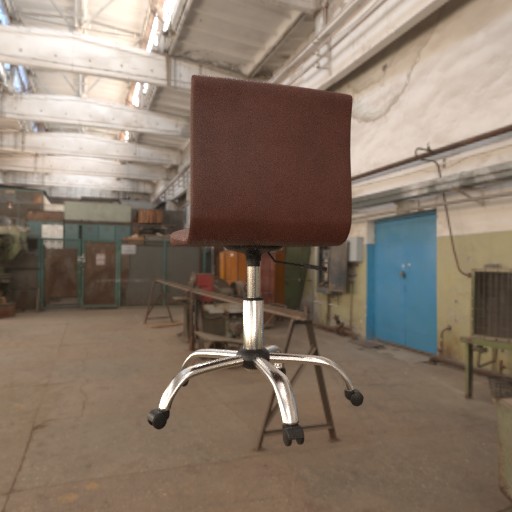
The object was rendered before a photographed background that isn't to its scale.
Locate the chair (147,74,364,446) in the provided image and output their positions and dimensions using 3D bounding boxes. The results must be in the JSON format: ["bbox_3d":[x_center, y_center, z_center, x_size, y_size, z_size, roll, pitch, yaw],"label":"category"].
[{"bbox_3d":[0.000,0.000,1.148,0.556,0.780,0.530,0,-1,-18],"label":"chair"}]
